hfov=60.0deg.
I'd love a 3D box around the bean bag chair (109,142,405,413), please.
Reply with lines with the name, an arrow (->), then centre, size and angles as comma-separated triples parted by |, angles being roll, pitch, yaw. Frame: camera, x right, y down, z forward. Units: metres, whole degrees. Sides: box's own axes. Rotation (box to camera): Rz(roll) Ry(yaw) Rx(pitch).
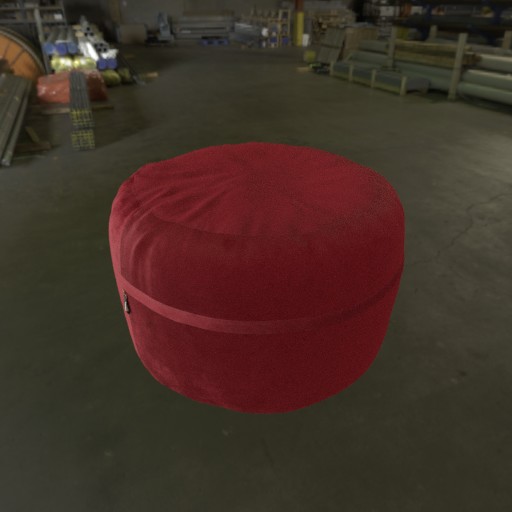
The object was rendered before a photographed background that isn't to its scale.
bean bag chair -> 0.000, 0.000, 1.958 | 1.219, 0.762, 1.219 | 0, 30, 0
